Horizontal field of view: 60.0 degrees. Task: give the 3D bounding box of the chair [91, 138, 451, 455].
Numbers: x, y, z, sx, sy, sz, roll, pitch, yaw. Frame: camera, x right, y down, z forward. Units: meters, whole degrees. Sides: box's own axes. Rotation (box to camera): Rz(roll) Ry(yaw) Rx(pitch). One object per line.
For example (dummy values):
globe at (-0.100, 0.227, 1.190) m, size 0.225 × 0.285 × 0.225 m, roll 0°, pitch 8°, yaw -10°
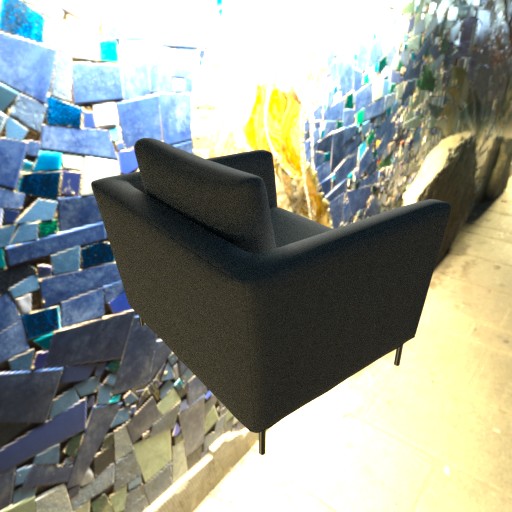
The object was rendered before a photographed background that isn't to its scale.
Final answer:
chair at (0.000, 0.000, 1.719) m, size 0.889 × 0.864 × 1.041 m, roll -19°, pitch 32°, yaw -33°
